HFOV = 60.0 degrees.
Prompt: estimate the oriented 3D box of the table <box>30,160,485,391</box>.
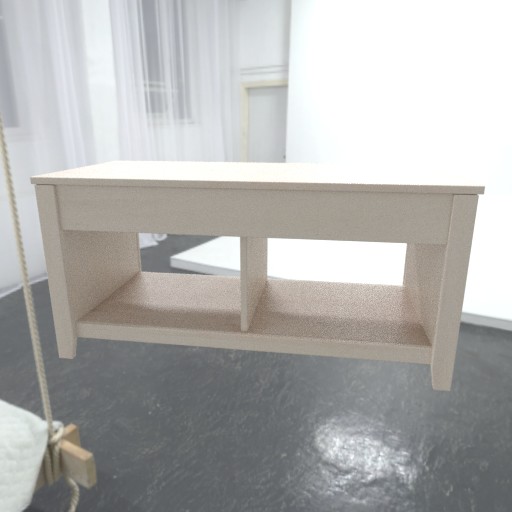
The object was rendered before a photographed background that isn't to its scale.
[{"bbox_3d":[0.000,0.000,1.263,1.016,0.483,0.457,3,17,8],"label":"table"}]
